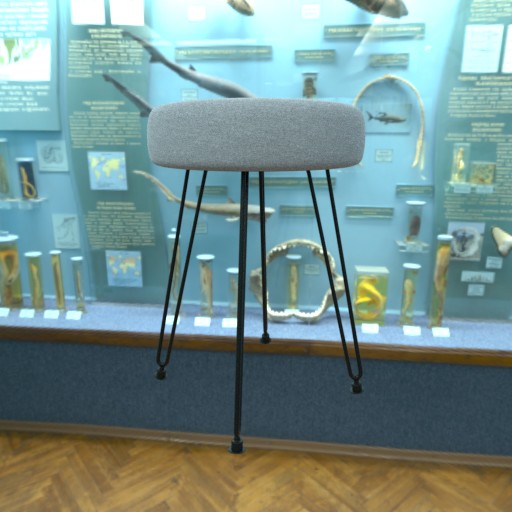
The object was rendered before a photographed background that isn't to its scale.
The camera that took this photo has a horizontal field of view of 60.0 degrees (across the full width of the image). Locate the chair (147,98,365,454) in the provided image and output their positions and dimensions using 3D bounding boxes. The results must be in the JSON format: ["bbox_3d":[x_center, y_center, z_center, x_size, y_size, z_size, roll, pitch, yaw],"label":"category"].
[{"bbox_3d":[0.000,0.000,0.676,0.350,0.440,0.350,2,15,7],"label":"chair"}]
